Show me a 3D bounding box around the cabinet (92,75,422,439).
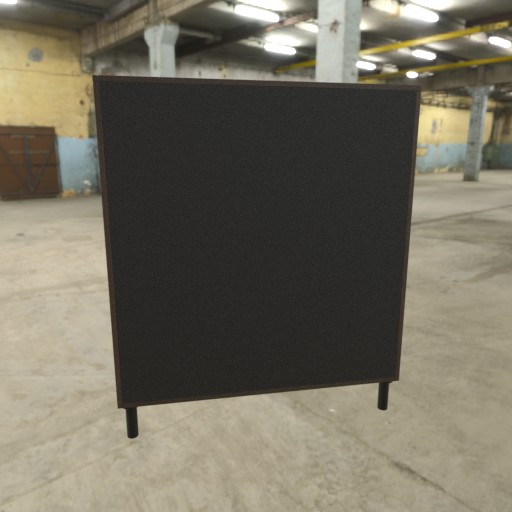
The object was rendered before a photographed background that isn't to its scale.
[{"bbox_3d":[0.000,0.000,1.652,1.010,1.170,0.400,-2,13,-10],"label":"cabinet"}]
